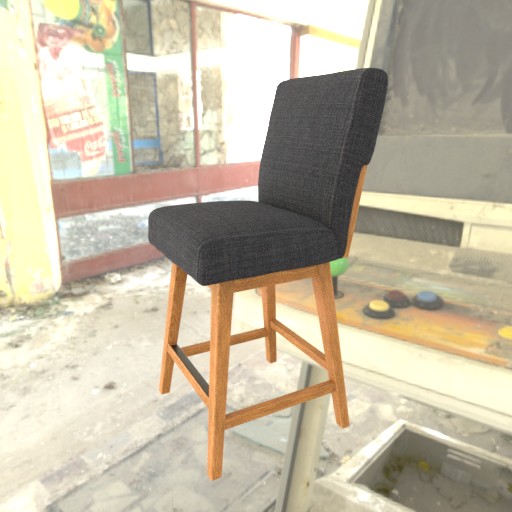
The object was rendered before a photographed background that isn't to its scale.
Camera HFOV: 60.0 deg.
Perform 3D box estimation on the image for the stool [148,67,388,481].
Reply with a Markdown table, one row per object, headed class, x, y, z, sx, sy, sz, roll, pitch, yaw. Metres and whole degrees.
| class | x | y | z | sx | sy | sz | roll | pitch | yaw |
| --- | --- | --- | --- | --- | --- | --- | --- | --- | --- |
| stool | 0.000 | 0.000 | 1.294 | 0.526 | 1.010 | 0.459 | -9 | 19 | -27 |
